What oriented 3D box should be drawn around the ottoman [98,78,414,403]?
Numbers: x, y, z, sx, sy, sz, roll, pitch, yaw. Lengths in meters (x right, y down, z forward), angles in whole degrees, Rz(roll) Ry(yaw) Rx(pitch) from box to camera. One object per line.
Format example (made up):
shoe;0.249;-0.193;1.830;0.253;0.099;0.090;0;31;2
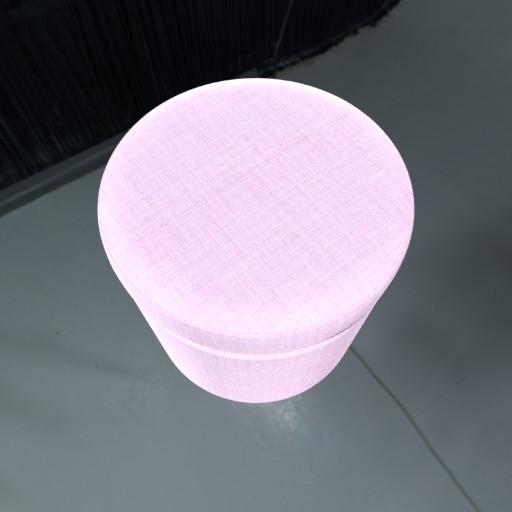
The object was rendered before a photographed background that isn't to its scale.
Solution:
ottoman;0.000;0.000;0.721;0.400;0.406;0.400;0;62;0
